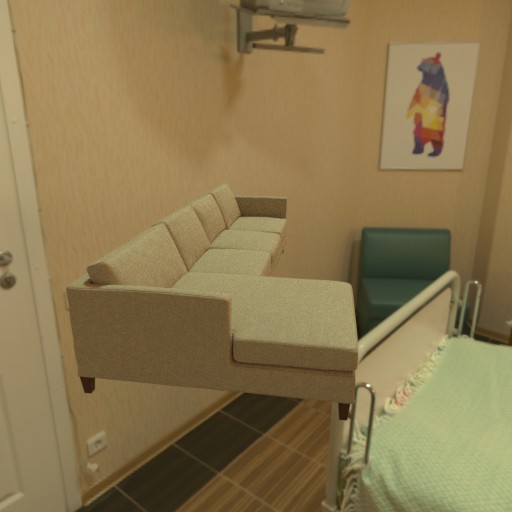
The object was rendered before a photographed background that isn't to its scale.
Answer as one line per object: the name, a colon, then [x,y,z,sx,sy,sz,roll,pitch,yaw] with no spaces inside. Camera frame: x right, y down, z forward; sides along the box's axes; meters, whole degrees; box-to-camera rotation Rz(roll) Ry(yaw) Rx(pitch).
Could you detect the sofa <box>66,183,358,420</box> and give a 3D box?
sofa: [0.000,0.000,3.880,1.625,0.846,3.186,3,17,9]
